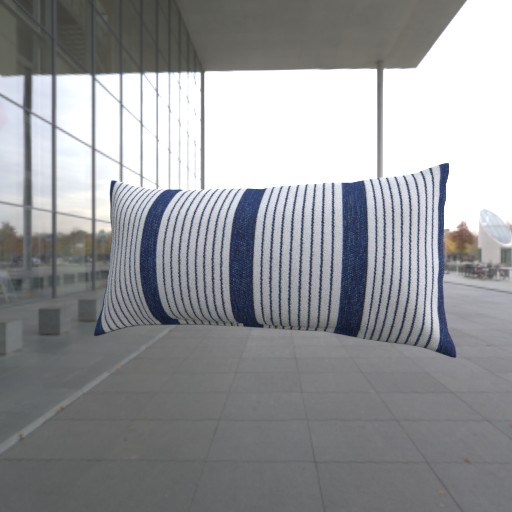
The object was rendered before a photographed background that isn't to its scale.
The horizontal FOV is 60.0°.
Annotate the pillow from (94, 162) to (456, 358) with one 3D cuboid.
[{"bbox_3d":[0.000,0.000,0.739,0.608,0.292,0.156,0,0,18],"label":"pillow"}]
